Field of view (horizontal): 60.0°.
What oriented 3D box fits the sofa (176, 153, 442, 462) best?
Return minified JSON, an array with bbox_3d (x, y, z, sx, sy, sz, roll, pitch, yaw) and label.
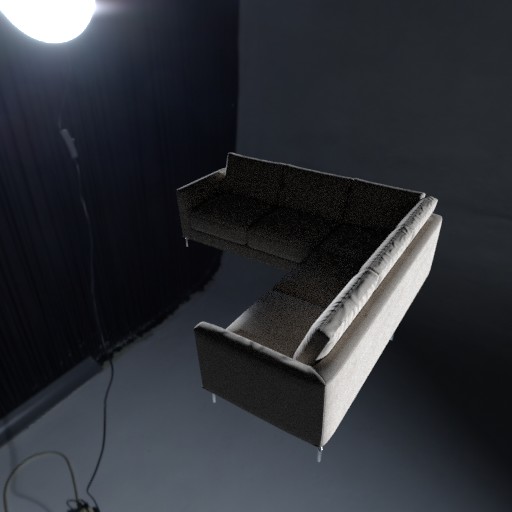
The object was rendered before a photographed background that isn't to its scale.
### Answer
[{"bbox_3d":[0.000,0.000,3.737,2.438,0.864,2.438,18,35,28],"label":"sofa"}]
